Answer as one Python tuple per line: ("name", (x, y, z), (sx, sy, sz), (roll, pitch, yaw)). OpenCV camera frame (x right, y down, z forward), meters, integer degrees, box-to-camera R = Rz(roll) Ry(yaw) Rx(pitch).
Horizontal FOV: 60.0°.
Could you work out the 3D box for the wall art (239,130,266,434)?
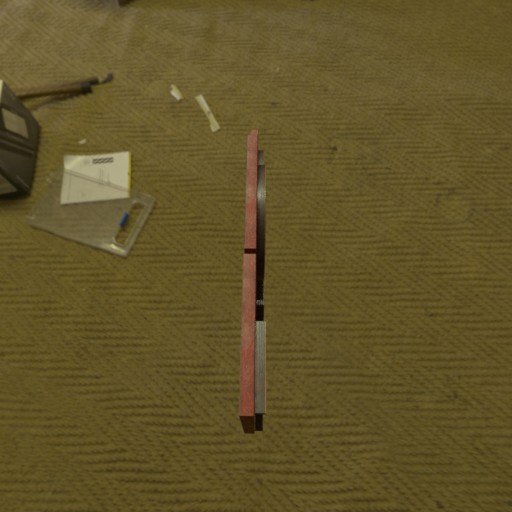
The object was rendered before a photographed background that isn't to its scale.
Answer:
("wall art", (0.000, 0.000, 0.852), (0.030, 0.497, 0.635), (1, 64, 0))
